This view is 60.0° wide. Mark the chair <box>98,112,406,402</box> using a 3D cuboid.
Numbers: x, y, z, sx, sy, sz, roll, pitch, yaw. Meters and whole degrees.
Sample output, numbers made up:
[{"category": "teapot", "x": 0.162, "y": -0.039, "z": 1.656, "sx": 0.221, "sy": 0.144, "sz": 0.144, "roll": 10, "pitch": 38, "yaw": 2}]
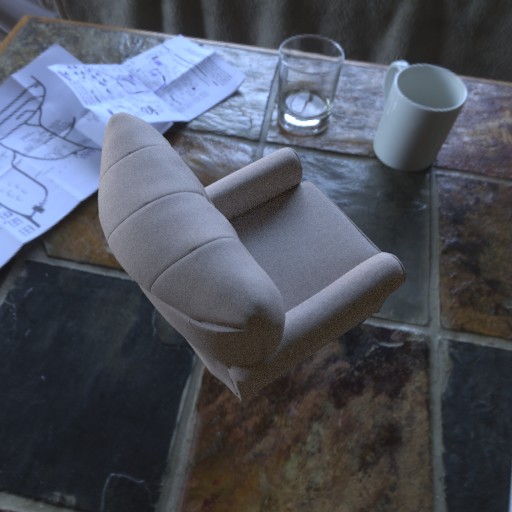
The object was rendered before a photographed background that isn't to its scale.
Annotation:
[{"category": "chair", "x": 0.000, "y": 0.000, "z": 1.883, "sx": 1.025, "sy": 1.209, "sz": 0.942, "roll": -29, "pitch": 63, "yaw": -16}]
